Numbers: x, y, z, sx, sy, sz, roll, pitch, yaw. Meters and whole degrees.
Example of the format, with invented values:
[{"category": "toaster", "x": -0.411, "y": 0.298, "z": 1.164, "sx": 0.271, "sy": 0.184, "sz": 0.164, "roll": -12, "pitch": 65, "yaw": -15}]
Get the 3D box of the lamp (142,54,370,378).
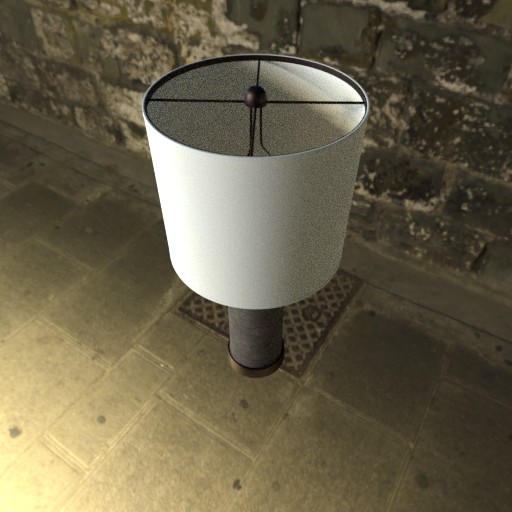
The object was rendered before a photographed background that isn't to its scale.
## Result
[{"category": "lamp", "x": 0.000, "y": 0.000, "z": 0.806, "sx": 0.301, "sy": 0.630, "sz": 0.301, "roll": -33, "pitch": 54, "yaw": -29}]
